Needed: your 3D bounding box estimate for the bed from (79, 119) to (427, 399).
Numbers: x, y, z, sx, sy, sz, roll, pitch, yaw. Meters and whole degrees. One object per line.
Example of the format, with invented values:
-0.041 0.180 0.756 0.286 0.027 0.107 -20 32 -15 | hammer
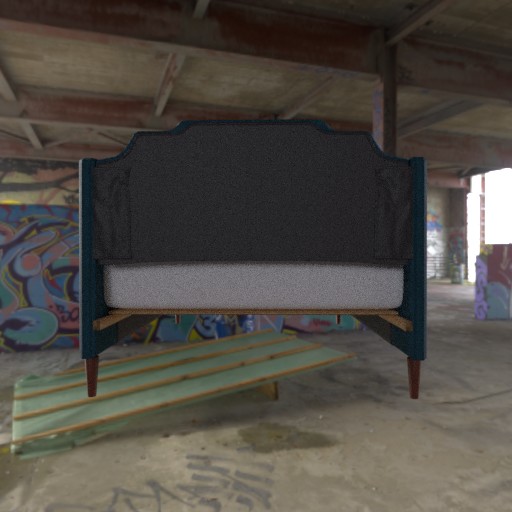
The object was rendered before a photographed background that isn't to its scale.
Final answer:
0.000 0.000 3.272 1.676 1.351 2.322 0 1 1 | bed
